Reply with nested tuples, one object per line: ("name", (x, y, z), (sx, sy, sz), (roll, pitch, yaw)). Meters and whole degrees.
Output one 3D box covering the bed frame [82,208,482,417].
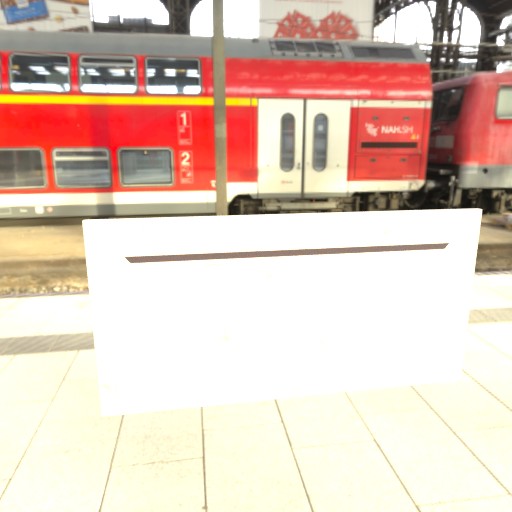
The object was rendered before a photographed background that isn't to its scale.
("bed frame", (0.000, 0.000, 3.044), (1.800, 0.900, 2.080), (-3, 15, -10))
